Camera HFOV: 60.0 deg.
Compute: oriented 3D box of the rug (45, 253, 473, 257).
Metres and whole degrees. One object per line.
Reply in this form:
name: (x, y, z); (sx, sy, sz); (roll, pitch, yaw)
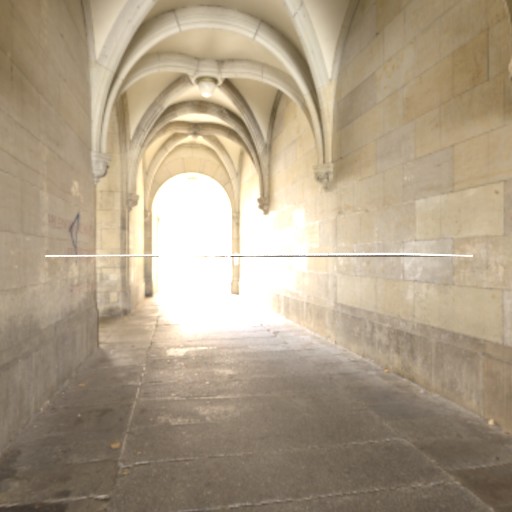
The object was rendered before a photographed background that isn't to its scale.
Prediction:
rug: (0.000, 0.000, 2.239); (1.813, 0.006, 1.202); (0, 0, 35)
